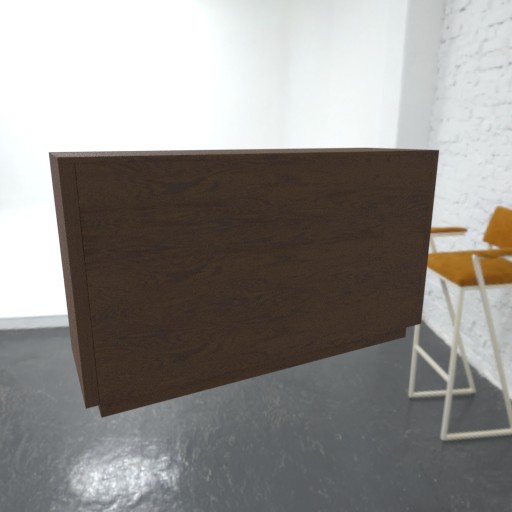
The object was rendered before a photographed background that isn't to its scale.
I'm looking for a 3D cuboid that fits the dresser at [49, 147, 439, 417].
[{"bbox_3d":[0.000,0.000,1.923,1.523,0.889,0.512,-8,17,-26],"label":"dresser"}]
